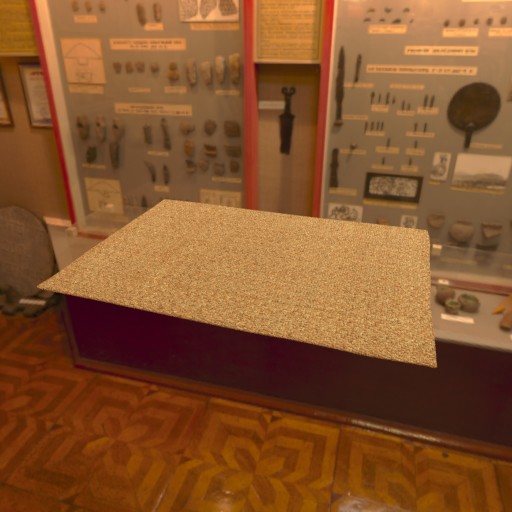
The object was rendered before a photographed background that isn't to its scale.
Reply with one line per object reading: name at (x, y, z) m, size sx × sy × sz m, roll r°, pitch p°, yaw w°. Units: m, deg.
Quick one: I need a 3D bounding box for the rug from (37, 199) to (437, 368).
rug at (0.000, 0.000, 2.847) m, size 2.141 × 0.013 × 1.566 m, roll 8°, pitch 28°, yaw 16°
